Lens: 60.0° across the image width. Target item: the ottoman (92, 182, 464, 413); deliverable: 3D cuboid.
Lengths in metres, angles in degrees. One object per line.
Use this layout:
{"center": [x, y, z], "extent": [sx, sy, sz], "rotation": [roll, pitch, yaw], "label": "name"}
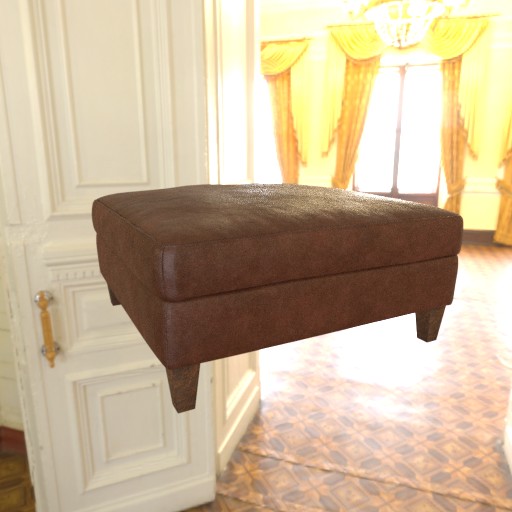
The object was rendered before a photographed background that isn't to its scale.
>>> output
{"center": [0.000, 0.000, 1.351], "extent": [0.844, 0.415, 0.836], "rotation": [-7, 16, -27], "label": "ottoman"}
